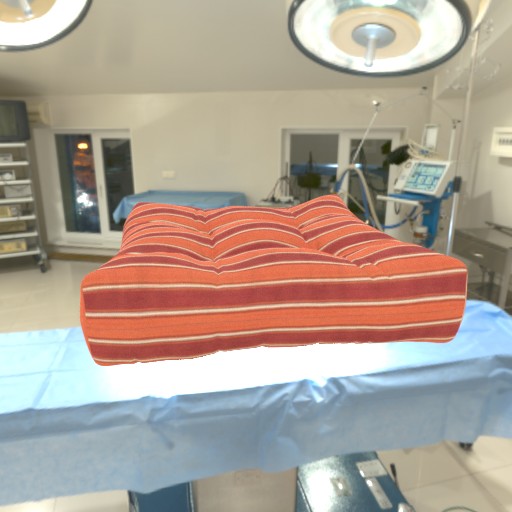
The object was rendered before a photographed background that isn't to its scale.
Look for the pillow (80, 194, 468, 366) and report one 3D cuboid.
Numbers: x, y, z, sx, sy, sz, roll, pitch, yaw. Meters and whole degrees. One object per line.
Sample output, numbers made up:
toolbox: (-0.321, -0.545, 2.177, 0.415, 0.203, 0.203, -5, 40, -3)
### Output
pillow: (0.000, 0.000, 0.728, 0.468, 0.133, 0.490, -2, 16, -8)
